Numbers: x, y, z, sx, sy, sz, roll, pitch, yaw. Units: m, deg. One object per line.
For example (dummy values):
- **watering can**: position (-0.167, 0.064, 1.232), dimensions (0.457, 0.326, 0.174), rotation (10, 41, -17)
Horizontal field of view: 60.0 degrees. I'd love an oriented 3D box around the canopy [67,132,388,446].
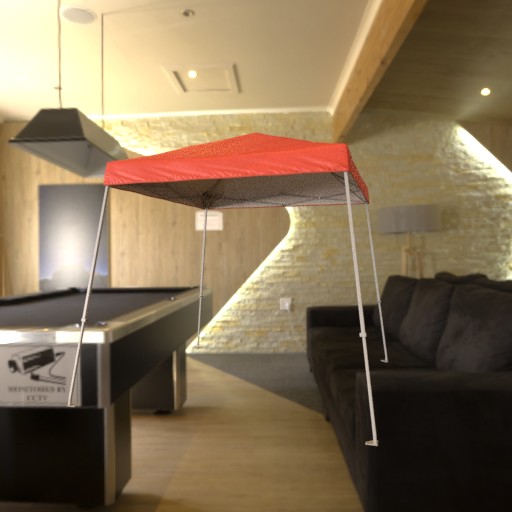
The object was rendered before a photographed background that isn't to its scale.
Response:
- **canopy**: position (0.000, 0.000, 5.120), dimensions (2.849, 2.850, 2.850), rotation (0, 0, 18)
